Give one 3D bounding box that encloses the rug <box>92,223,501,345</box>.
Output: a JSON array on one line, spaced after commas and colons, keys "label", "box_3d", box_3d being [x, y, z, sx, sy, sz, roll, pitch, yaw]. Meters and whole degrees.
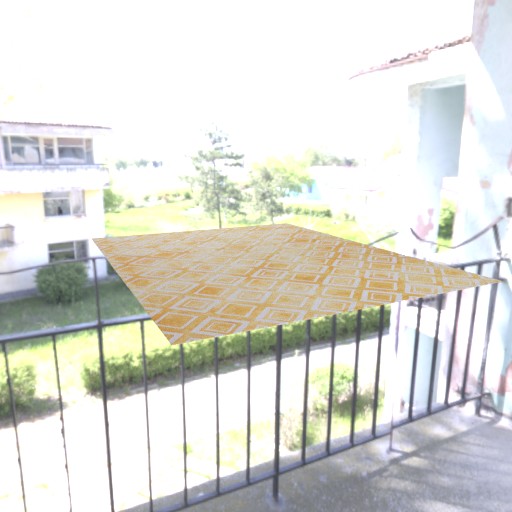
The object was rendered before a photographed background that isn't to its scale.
[{"label": "rug", "box_3d": [0.000, 0.000, 3.977, 2.433, 0.011, 3.037, -6, 15, -26]}]
